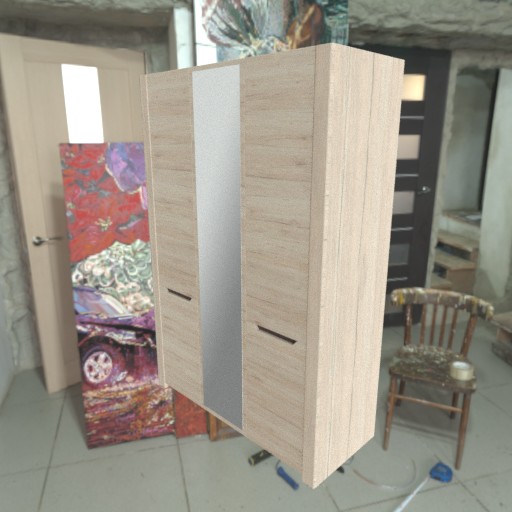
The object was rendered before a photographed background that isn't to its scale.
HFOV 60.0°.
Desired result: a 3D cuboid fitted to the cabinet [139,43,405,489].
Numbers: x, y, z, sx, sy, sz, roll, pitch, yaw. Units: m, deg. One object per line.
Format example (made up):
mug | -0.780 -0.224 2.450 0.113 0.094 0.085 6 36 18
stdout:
cabinet | 0.000 0.000 2.638 1.400 2.070 0.580 15 21 43
